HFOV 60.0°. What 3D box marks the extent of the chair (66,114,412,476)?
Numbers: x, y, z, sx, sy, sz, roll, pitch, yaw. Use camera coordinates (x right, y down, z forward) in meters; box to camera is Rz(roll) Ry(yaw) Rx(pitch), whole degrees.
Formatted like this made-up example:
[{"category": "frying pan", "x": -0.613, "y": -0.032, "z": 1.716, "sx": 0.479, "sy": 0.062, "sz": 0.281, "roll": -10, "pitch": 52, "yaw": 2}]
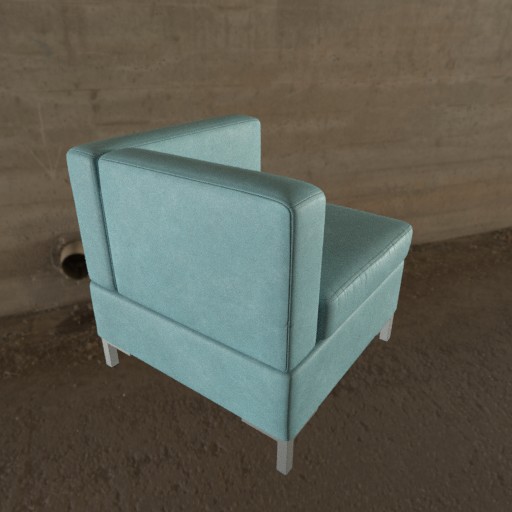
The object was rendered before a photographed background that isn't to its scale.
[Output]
[{"category": "chair", "x": 0.000, "y": 0.000, "z": 1.249, "sx": 0.680, "sy": 0.660, "sz": 0.680, "roll": 18, "pitch": 32, "yaw": 32}]
